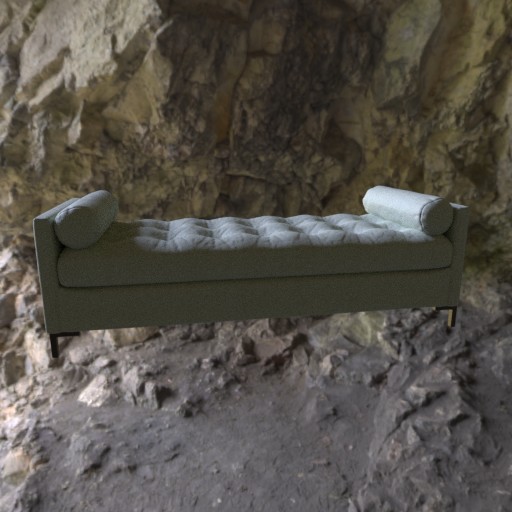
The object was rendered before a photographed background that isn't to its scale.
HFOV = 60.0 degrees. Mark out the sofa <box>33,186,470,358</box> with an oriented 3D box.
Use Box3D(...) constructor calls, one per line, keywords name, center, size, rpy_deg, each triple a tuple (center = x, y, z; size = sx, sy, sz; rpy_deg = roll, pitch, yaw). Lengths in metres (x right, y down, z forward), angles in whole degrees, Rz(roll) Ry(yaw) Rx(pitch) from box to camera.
Box3D(name="sofa", center=(0.000, 0.000, 2.493), size=(2.102, 0.705, 0.796), rpy_deg=(-3, 14, -10))
